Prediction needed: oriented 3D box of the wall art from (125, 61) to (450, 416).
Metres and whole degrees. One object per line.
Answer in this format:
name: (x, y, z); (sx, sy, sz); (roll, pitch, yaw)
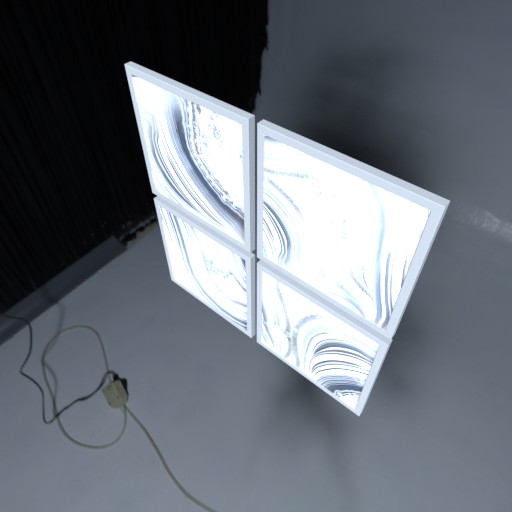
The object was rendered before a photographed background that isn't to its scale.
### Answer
wall art: (0.000, 0.000, 1.643); (1.118, 1.118, 0.029); (32, 55, 26)
